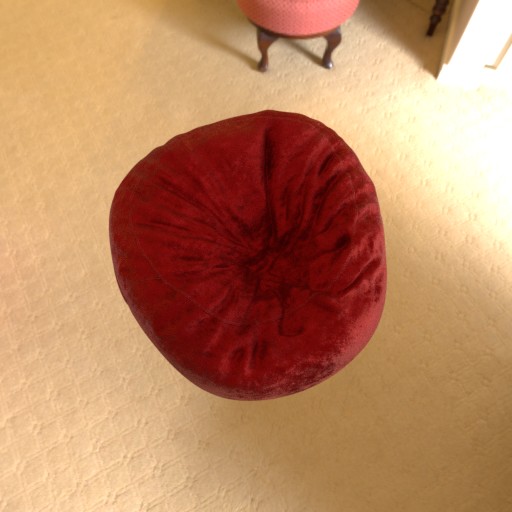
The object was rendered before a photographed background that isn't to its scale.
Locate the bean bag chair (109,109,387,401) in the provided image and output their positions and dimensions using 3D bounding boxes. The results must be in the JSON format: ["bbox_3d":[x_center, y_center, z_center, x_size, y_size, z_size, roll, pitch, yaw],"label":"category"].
[{"bbox_3d":[0.000,0.000,2.514,1.524,0.878,1.524,-19,66,-9],"label":"bean bag chair"}]
